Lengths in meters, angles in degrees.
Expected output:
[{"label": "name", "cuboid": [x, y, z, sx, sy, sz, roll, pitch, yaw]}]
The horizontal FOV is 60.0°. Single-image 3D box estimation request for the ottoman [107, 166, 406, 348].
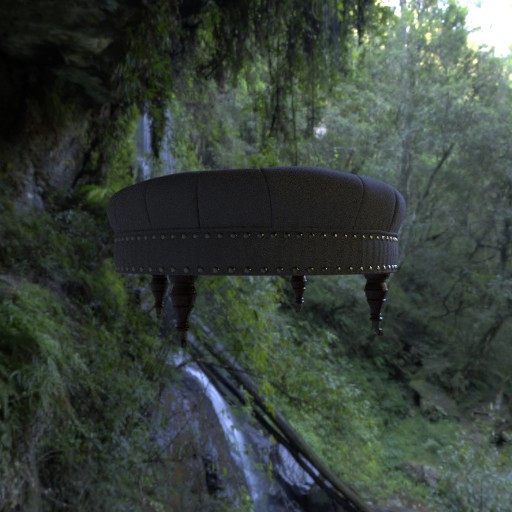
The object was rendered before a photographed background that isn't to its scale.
[{"label": "ottoman", "cuboid": [0.000, 0.000, 1.395, 0.901, 0.439, 0.901, 0, 0, 0]}]
